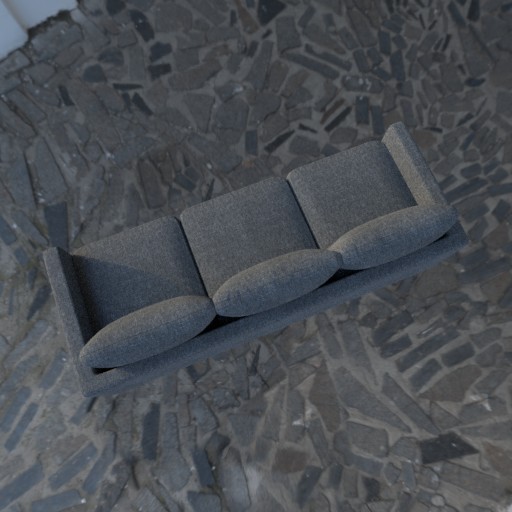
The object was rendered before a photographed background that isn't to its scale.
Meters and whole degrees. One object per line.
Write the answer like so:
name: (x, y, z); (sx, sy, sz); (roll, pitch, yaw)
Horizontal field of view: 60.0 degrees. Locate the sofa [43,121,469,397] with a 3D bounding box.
sofa: (0.000, 0.000, 2.646); (2.218, 0.874, 0.859); (-21, 75, -6)
